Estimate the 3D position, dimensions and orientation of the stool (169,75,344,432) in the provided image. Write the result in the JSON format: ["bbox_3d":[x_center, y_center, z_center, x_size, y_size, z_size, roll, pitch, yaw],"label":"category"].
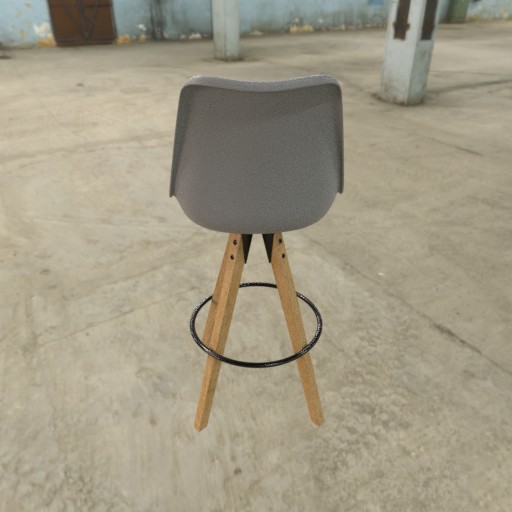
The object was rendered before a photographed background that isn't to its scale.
[{"bbox_3d":[0.000,0.000,1.367,0.485,1.115,0.550,-2,30,-3],"label":"stool"}]
